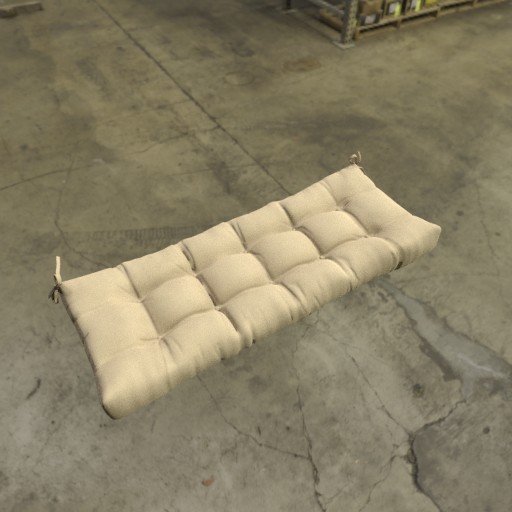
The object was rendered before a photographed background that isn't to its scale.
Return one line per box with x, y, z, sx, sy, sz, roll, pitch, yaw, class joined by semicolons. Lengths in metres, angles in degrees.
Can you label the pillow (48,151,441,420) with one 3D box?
0.000;0.000;1.385;1.194;0.174;0.511;-24;52;-21;pillow
